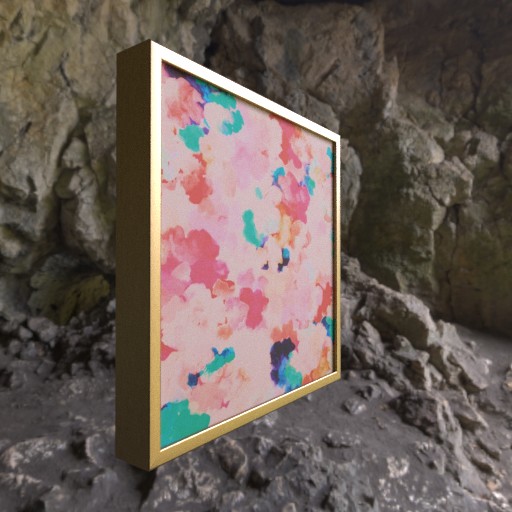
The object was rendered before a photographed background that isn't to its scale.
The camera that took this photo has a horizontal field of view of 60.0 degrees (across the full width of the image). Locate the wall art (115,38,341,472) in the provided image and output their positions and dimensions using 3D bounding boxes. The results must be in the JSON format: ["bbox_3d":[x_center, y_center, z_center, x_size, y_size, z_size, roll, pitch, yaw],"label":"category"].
[{"bbox_3d":[0.000,0.000,0.445,0.038,0.305,0.304,0,-1,37],"label":"wall art"}]
